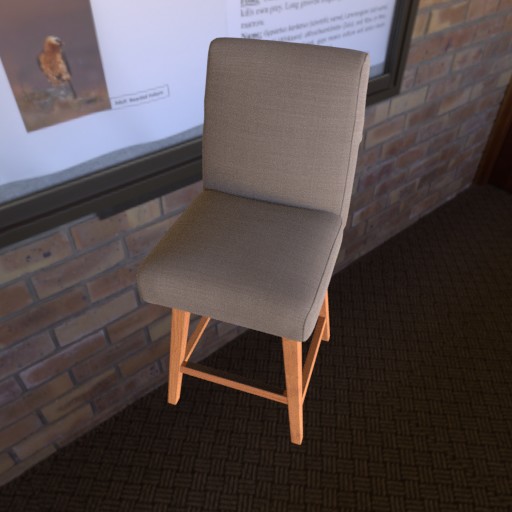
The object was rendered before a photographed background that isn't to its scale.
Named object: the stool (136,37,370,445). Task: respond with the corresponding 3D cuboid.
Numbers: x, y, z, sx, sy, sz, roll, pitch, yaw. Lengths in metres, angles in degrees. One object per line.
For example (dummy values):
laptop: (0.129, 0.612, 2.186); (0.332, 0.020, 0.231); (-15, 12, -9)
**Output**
stool: (0.000, 0.000, 1.274); (0.459, 1.019, 0.570); (12, 42, 14)
